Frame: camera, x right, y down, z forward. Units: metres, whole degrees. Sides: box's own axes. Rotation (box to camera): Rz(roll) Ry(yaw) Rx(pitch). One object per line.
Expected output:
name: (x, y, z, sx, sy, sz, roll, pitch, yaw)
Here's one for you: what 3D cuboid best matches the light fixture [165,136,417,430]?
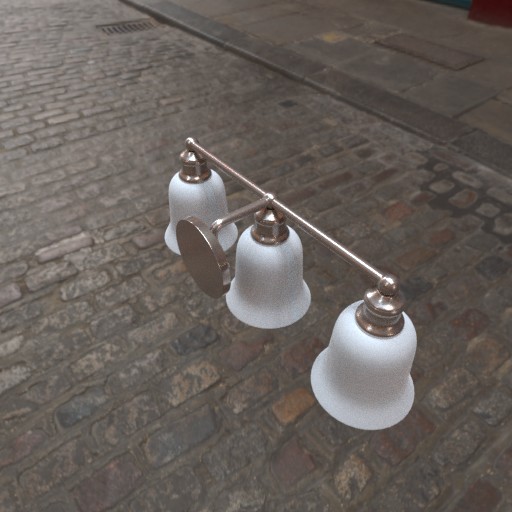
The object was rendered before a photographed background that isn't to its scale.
light fixture: (0.000, 0.000, 0.677, 0.198, 0.211, 0.570, -27, 48, -27)
